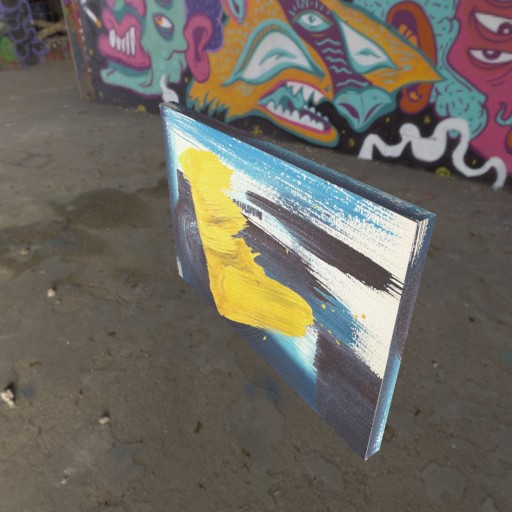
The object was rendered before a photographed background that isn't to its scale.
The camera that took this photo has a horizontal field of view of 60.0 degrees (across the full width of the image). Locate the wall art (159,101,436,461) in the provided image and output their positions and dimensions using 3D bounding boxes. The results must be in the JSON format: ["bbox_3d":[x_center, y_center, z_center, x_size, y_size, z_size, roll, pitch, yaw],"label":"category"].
[{"bbox_3d":[0.000,0.000,0.776,0.033,0.406,0.609,-21,38,-29],"label":"wall art"}]
